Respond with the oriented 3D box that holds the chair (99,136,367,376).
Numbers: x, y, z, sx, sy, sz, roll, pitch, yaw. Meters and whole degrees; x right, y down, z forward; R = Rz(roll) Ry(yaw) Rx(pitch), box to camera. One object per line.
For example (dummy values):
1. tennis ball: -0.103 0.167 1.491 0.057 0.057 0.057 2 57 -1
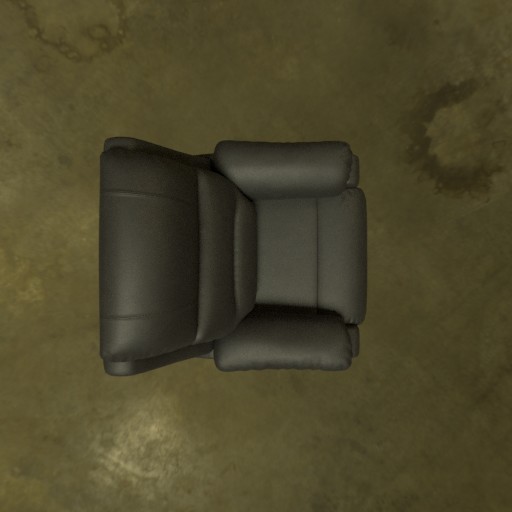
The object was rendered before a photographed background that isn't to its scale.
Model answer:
1. chair: 0.000 0.000 1.664 0.919 0.992 0.855 0 90 -2
